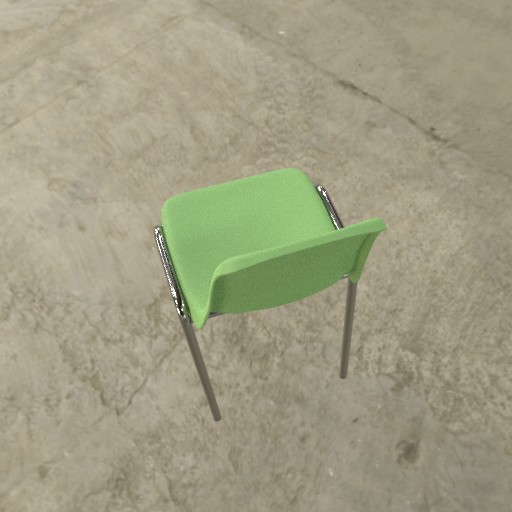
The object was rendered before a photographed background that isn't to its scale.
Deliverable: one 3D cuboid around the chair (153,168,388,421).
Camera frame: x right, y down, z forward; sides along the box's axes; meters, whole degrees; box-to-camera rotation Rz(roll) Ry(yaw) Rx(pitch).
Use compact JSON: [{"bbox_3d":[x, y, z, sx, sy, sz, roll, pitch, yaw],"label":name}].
[{"bbox_3d":[0.000,0.000,0.923,0.381,0.704,0.436,-16,59,-9],"label":"chair"}]
